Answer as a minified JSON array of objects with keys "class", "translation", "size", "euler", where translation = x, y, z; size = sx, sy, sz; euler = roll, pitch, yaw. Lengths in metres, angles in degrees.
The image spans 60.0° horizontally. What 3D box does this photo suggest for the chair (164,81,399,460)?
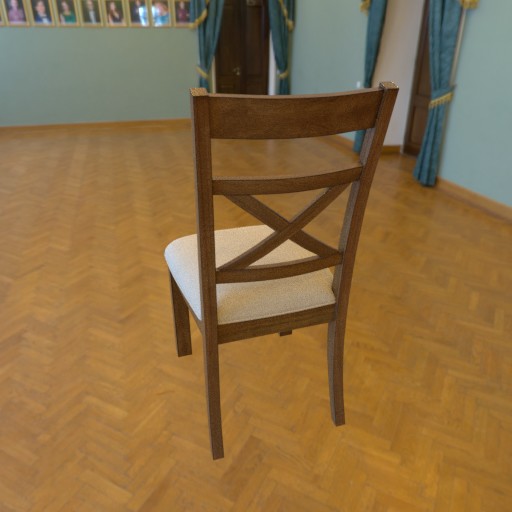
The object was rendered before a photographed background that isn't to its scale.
[{"class":"chair","translation":[0.000,0.000,1.250],"size":[0.461,0.949,0.581],"euler":[-8,27,-16]}]
